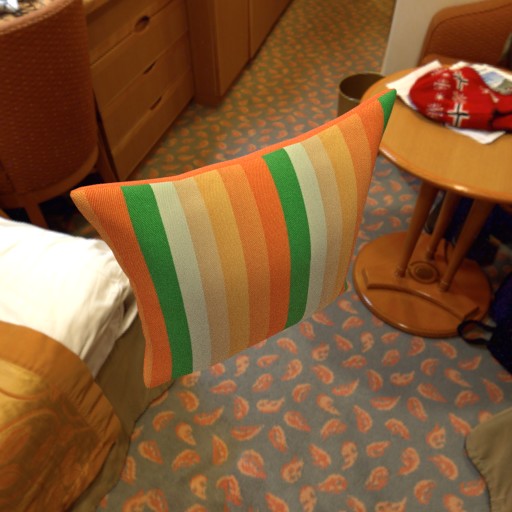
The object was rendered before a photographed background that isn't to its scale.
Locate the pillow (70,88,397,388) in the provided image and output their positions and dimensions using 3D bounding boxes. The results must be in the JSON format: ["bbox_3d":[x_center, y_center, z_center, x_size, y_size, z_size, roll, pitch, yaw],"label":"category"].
[{"bbox_3d":[0.000,0.000,0.704,0.453,0.444,0.169,-23,51,-20],"label":"pillow"}]
